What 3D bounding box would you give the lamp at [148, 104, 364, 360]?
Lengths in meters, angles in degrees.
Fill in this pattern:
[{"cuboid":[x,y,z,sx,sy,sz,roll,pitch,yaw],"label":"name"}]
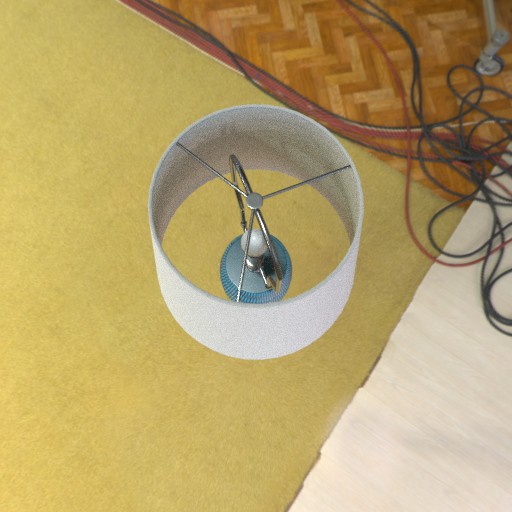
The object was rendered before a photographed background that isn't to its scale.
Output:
[{"cuboid":[0.000,0.000,0.557,0.254,0.392,0.254,0,76,0],"label":"lamp"}]
